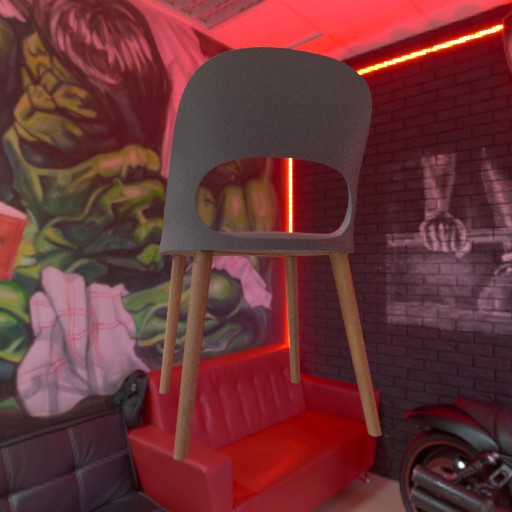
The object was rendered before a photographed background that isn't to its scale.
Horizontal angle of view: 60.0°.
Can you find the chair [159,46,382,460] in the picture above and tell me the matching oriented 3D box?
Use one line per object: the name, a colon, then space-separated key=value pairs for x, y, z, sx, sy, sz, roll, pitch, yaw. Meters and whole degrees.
chair: x=0.000 y=0.000 z=1.122 sx=0.470 sy=0.795 sz=0.556 roll=0 pitch=-1 yaw=-16
